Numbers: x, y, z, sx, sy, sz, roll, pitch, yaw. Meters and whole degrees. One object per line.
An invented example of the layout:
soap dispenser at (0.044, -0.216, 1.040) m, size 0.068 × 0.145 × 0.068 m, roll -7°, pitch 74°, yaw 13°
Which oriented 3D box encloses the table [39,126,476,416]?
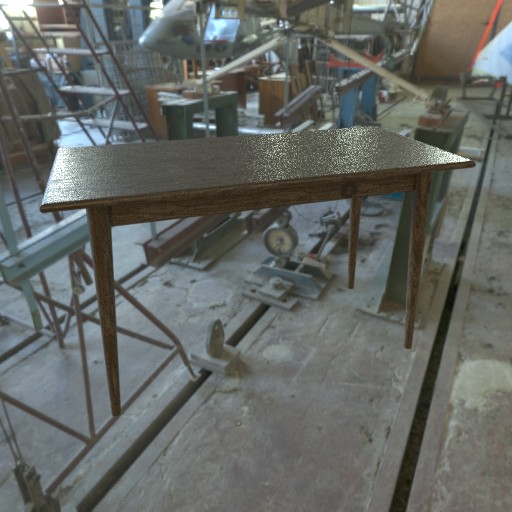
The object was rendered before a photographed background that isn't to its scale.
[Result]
table at (0.000, 0.000, 1.685) m, size 1.300 × 0.780 × 0.599 m, roll -8°, pitch 29°, yaw -16°
